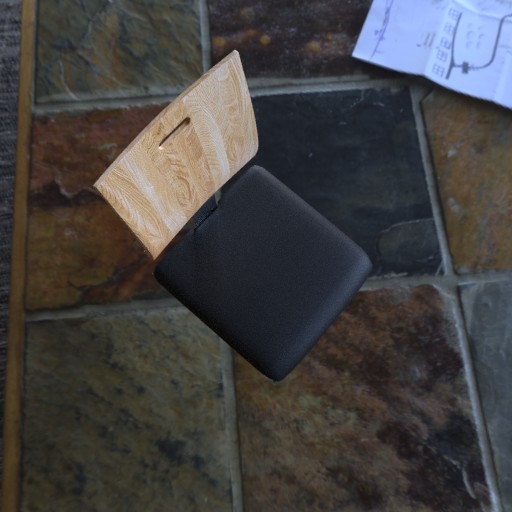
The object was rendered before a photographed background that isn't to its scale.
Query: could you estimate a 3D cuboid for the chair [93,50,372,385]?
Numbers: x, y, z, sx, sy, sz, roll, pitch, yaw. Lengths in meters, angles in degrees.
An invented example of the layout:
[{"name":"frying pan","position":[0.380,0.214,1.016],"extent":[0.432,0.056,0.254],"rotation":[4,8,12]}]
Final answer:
[{"name":"chair","position":[0.000,0.000,1.229],"extent":[0.560,0.936,0.462],"rotation":[40,78,10]}]
